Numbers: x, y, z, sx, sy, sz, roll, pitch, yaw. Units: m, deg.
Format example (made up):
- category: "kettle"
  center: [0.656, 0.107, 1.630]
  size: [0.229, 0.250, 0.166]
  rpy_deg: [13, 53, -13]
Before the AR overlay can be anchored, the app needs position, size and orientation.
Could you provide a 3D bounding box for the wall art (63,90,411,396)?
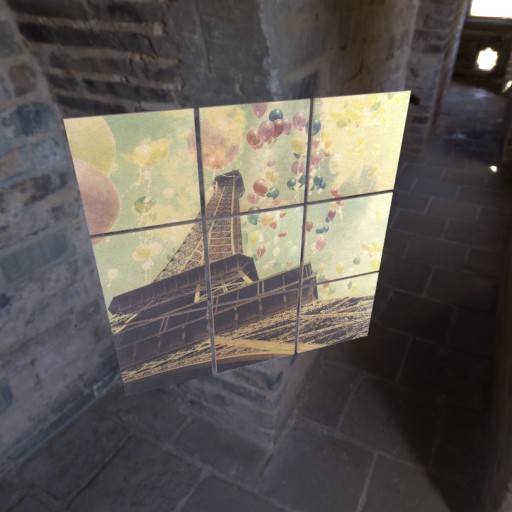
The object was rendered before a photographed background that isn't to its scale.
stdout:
- category: "wall art"
  center: [0.000, 0.000, 1.818]
  size: [1.219, 1.218, 0.013]
  rpy_deg: [-10, 34, -16]
